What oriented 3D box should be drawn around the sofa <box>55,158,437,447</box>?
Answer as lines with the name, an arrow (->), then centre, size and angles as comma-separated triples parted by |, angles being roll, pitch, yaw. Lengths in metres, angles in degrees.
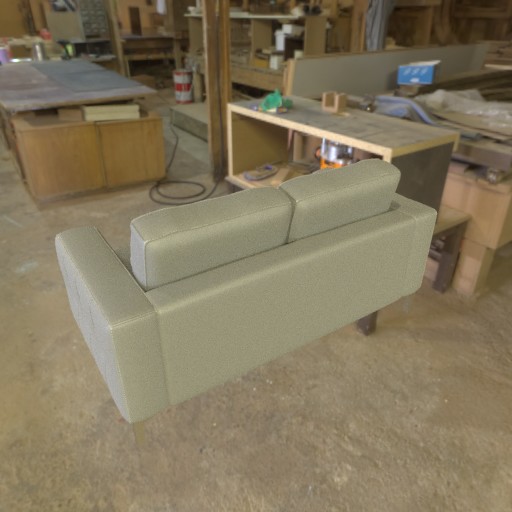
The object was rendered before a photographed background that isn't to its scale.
sofa -> 0.000, 0.000, 2.236 | 1.726, 0.893, 0.833 | -18, 35, -28
